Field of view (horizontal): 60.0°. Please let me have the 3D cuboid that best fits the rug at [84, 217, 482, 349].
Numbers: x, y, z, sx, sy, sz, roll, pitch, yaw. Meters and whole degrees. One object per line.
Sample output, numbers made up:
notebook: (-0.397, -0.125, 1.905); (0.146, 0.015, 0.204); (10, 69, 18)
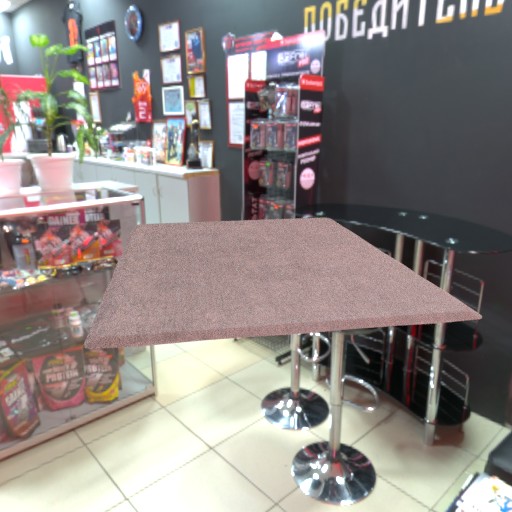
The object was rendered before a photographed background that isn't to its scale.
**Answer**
rug: (0.000, 0.000, 3.842); (2.332, 0.027, 2.933); (-3, 17, -9)
